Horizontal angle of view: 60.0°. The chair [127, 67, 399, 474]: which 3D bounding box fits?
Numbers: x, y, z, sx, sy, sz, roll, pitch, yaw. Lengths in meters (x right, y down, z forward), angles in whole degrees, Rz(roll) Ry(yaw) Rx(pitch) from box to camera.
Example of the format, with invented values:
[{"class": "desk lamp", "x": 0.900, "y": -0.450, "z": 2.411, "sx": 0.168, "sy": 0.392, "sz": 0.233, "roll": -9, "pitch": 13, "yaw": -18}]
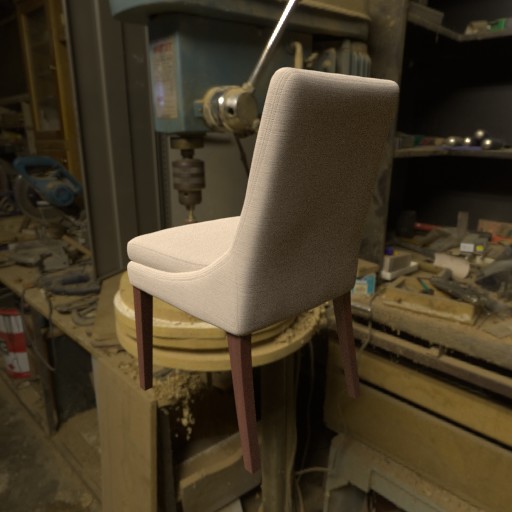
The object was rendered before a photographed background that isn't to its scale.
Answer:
[{"class": "chair", "x": 0.000, "y": 0.000, "z": 1.285, "sx": 0.515, "sy": 0.940, "sz": 0.638, "roll": -15, "pitch": 23, "yaw": -42}]
